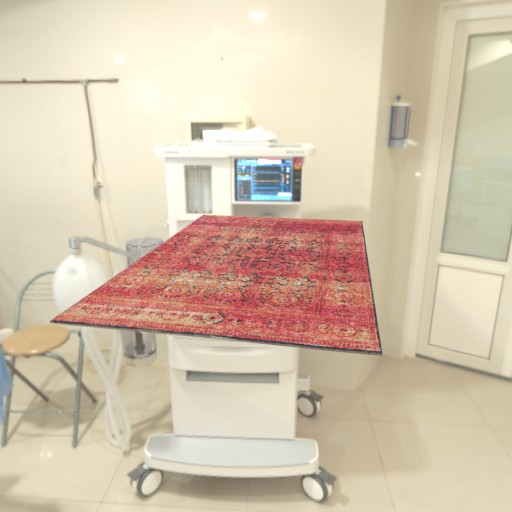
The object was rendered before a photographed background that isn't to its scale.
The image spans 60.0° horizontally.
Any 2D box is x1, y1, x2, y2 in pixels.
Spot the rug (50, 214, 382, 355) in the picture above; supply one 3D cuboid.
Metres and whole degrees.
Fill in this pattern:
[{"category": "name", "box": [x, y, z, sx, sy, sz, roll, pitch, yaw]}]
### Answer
[{"category": "rug", "box": [0.000, 0.000, 3.111, 1.539, 0.018, 2.449, 3, 18, 10]}]
